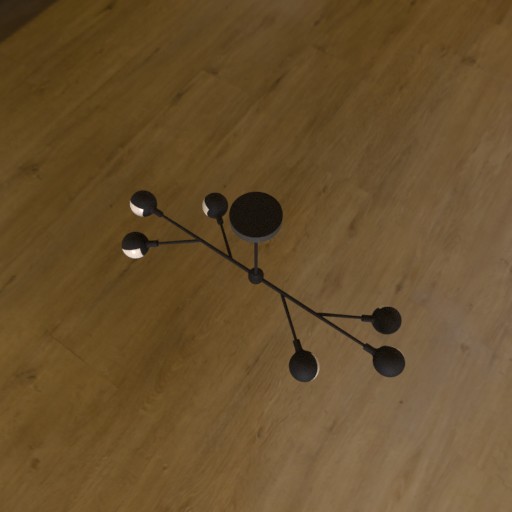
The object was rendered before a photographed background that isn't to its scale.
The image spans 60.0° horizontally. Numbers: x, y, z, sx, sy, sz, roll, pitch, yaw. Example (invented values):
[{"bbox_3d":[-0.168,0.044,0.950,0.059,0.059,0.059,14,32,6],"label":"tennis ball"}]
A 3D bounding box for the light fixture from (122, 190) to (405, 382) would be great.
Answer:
[{"bbox_3d":[0.000,0.000,0.995,0.434,0.362,0.778,-36,69,-16],"label":"light fixture"}]
